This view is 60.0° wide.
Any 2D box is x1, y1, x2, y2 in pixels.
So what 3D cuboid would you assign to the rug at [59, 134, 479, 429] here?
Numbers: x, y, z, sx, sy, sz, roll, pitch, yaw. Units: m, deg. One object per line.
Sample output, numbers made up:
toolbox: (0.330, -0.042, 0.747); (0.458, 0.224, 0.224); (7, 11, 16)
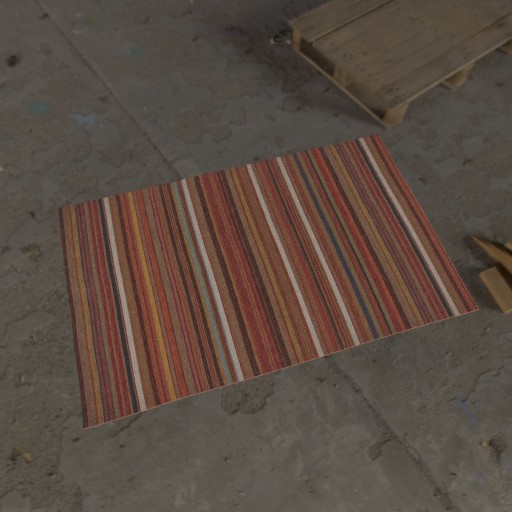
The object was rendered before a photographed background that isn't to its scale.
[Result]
rug: (0.000, 0.000, 2.927); (2.438, 0.008, 1.523); (-15, 63, -8)
